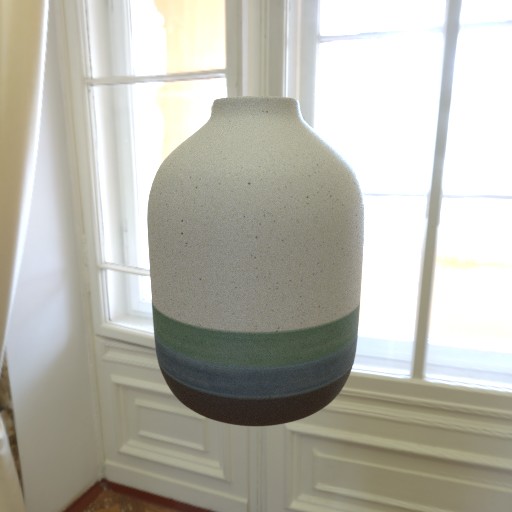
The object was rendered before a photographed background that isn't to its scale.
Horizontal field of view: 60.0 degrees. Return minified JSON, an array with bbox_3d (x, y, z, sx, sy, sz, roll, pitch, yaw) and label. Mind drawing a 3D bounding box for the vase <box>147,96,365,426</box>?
[{"bbox_3d":[0.000,0.000,0.361,0.169,0.240,0.169,0,14,0],"label":"vase"}]
